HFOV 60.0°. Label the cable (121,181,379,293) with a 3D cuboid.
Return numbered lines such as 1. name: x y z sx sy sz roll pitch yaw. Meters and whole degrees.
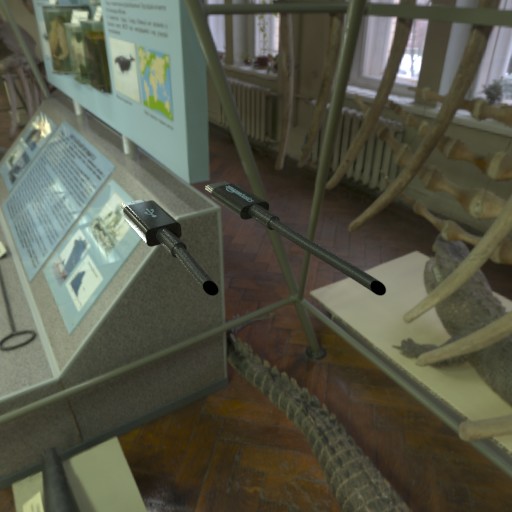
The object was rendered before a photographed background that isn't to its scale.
1. cable: 0.000 0.000 0.113 0.040 0.006 0.098 -18 34 -28
